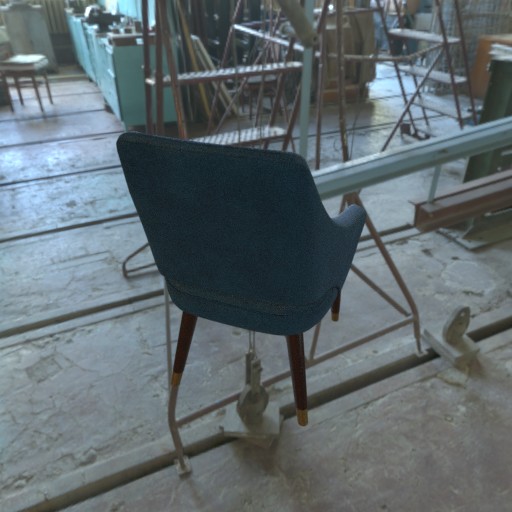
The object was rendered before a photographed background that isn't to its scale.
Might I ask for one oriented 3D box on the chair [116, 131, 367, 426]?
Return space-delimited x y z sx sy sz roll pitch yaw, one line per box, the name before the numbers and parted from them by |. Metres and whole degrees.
chair | 0.000 0.000 1.594 0.683 1.081 0.794 11 35 17
